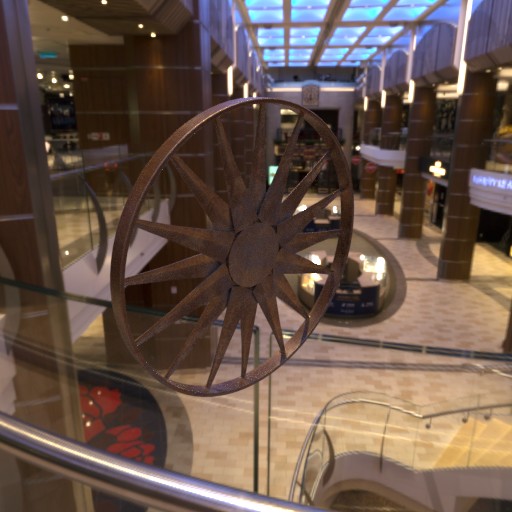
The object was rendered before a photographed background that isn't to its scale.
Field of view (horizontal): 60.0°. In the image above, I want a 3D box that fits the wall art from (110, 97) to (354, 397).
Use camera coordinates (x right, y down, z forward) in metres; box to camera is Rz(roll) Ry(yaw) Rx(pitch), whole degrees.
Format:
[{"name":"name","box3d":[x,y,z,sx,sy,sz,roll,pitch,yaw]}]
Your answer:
[{"name":"wall art","box3d":[0.000,0.000,0.864,0.582,0.583,0.084,-14,22,-40]}]
